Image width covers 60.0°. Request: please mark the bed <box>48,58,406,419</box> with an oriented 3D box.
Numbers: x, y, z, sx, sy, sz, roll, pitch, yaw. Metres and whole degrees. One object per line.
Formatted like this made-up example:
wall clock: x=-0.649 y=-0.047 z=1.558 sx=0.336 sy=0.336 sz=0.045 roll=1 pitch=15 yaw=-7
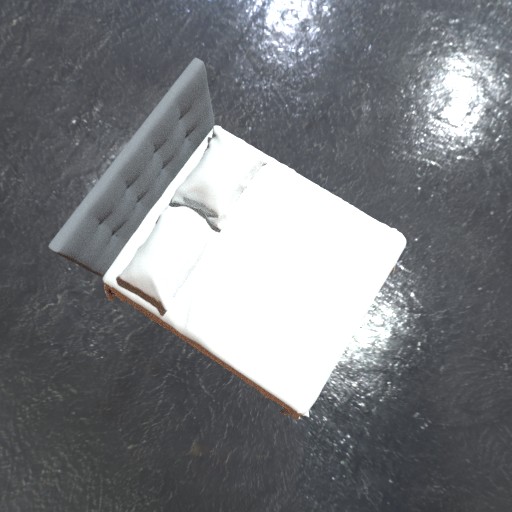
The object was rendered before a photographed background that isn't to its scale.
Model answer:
bed: x=0.000 y=0.000 z=3.538 sx=2.222 sy=1.577 sz=1.936 roll=32 pitch=79 yaw=7
